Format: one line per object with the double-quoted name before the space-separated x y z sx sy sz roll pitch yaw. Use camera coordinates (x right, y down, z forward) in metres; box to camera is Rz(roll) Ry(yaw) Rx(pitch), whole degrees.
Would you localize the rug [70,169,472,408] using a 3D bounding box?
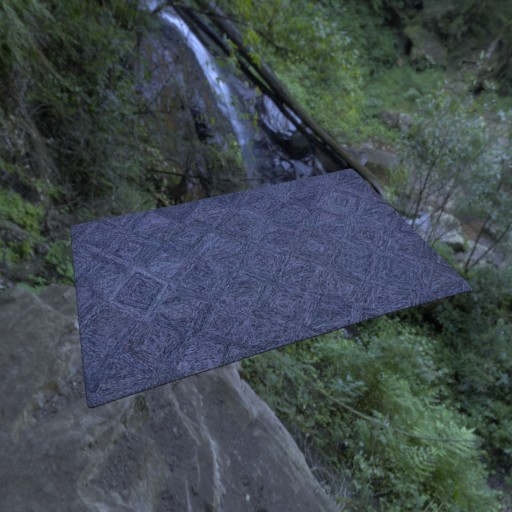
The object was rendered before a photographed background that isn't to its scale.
"rug" 0.000 0.000 2.253 1.752 0.013 1.158 -14 44 -15
